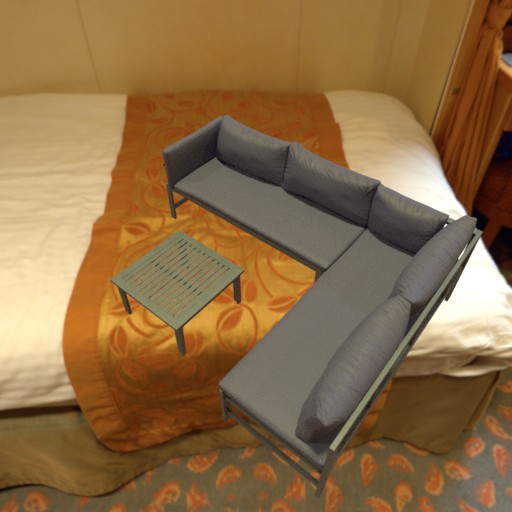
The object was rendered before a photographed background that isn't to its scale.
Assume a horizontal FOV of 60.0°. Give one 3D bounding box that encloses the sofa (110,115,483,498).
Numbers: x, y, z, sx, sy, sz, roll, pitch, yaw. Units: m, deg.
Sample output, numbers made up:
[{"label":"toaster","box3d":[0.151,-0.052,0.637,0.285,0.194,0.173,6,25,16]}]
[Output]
[{"label":"sofa","box3d":[0.000,0.000,2.854,2.149,0.762,1.658,30,53,26]}]
